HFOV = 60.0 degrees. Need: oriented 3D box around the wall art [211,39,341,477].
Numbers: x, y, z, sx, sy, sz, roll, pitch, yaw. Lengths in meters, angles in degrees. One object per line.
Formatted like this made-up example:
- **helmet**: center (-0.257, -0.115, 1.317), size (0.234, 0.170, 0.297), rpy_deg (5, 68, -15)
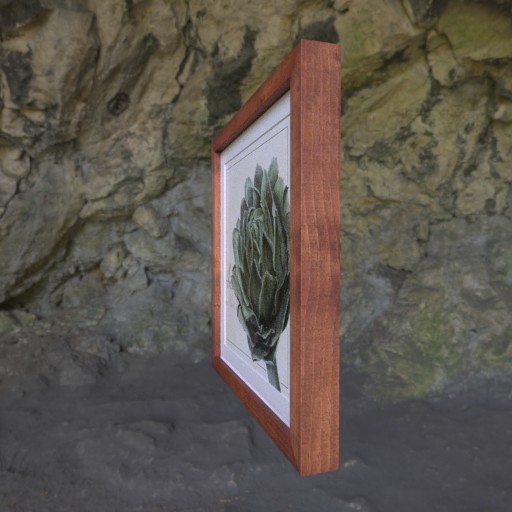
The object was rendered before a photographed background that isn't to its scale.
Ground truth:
- **wall art**: center (0.000, 0.000, 0.580), size (0.038, 0.385, 0.386), rpy_deg (0, 1, -17)
